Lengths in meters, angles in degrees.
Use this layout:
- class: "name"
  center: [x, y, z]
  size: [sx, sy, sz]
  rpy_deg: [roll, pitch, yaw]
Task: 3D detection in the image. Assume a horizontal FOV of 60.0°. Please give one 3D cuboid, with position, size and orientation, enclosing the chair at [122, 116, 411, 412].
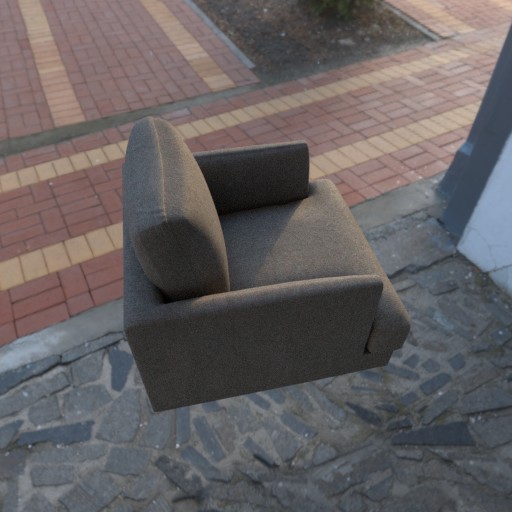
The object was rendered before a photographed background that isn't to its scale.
- class: "chair"
  center: [0.000, 0.000, 1.672]
  size: [0.899, 0.957, 0.858]
  rpy_deg: [-9, 46, -8]
